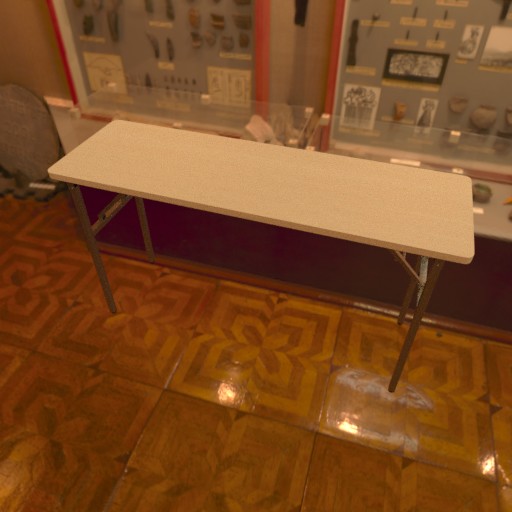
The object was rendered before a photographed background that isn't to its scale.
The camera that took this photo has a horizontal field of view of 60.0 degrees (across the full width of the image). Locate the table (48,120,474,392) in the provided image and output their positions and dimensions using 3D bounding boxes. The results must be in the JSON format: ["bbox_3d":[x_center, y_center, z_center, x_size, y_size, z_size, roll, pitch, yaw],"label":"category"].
[{"bbox_3d":[0.000,0.000,1.766,1.397,0.750,0.446,13,43,14],"label":"table"}]
